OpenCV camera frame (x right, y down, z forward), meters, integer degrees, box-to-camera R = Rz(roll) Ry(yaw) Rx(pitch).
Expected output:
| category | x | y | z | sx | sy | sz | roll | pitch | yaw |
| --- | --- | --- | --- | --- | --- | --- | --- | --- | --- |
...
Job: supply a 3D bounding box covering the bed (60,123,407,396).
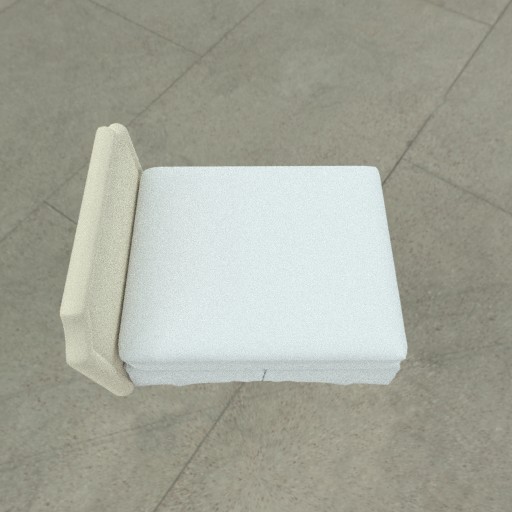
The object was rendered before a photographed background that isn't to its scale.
| category | x | y | z | sx | sy | sz | roll | pitch | yaw |
| --- | --- | --- | --- | --- | --- | --- | --- | --- | --- |
| bed | 0.000 | 0.000 | 3.319 | 2.209 | 1.296 | 1.827 | 0 | 63 | 0 |
